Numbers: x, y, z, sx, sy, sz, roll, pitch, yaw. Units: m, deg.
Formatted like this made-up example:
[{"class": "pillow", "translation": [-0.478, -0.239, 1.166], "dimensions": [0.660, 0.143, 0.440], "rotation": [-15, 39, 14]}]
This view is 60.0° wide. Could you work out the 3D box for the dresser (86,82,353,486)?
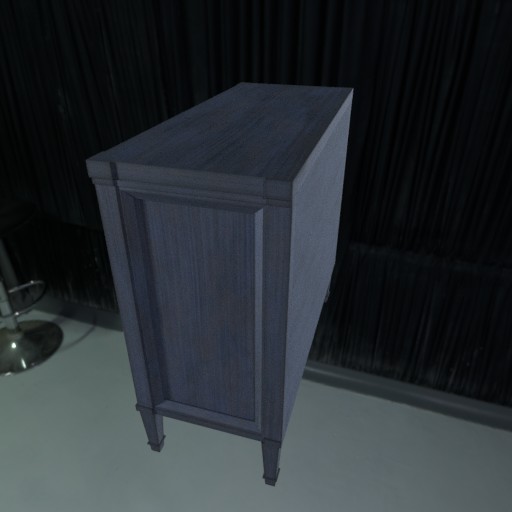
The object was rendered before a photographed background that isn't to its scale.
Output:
[{"class": "dresser", "translation": [0.000, 0.000, 1.574], "dimensions": [0.463, 0.986, 1.049], "rotation": [9, 31, 15]}]
